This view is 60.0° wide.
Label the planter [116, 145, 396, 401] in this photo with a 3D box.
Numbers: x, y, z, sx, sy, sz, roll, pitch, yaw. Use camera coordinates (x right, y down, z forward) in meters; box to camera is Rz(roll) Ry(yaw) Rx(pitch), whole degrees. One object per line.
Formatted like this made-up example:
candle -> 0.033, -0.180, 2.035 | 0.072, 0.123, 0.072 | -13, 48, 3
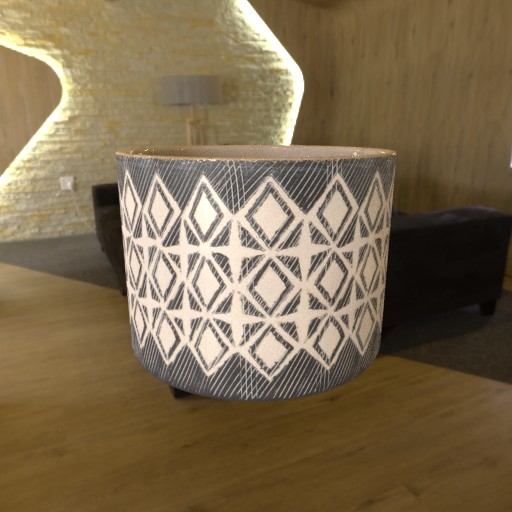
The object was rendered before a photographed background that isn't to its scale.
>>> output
planter -> 0.000, 0.000, 0.223 | 0.126, 0.104, 0.126 | 0, 16, 0
